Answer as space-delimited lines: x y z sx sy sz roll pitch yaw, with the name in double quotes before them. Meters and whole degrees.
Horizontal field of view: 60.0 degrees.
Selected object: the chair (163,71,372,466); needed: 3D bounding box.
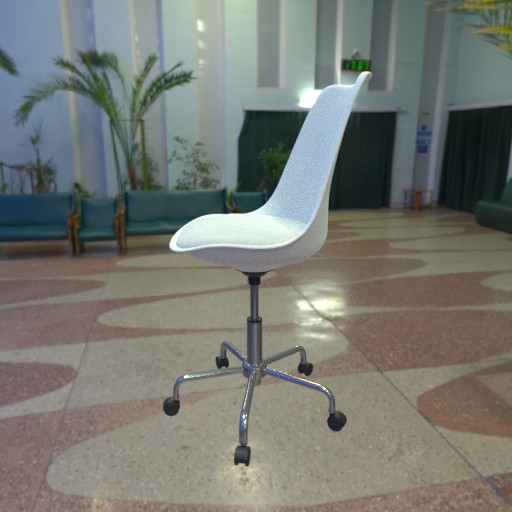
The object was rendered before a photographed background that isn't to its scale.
"chair" 0.000 0.000 1.229 0.550 0.930 0.550 -2 14 -9
